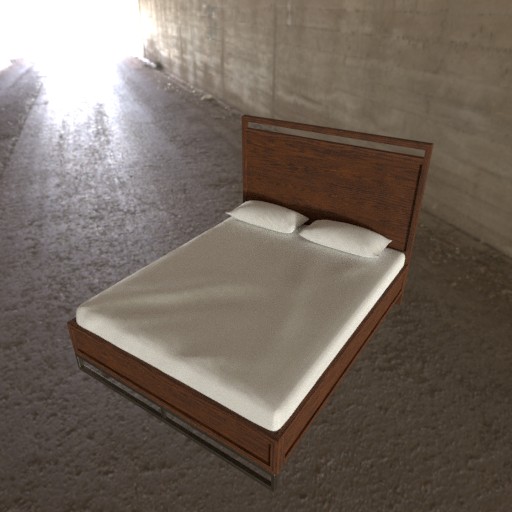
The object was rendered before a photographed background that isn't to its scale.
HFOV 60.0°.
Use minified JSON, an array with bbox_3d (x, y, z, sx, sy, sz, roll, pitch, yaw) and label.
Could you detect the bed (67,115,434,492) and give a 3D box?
[{"bbox_3d":[0.000,0.000,3.370,1.765,1.487,2.218,19,35,29],"label":"bed"}]
